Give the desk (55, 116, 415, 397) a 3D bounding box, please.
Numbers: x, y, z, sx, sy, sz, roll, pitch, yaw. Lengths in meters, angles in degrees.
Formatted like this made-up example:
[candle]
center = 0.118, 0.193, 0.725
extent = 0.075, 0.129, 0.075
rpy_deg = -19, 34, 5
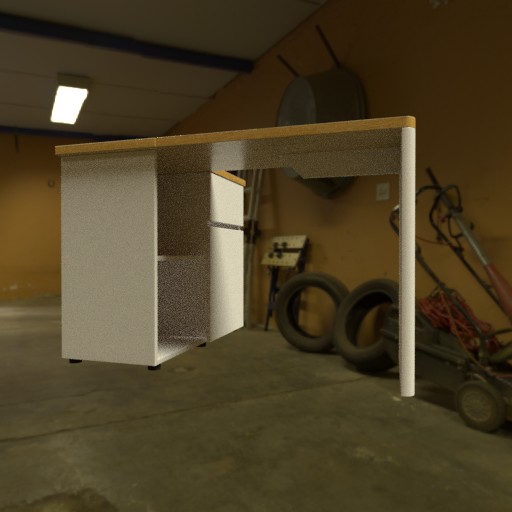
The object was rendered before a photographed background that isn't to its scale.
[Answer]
[desk]
center = 0.000, 0.000, 1.785
extent = 1.170, 0.760, 0.900
rpy_deg = 0, 1, 17
